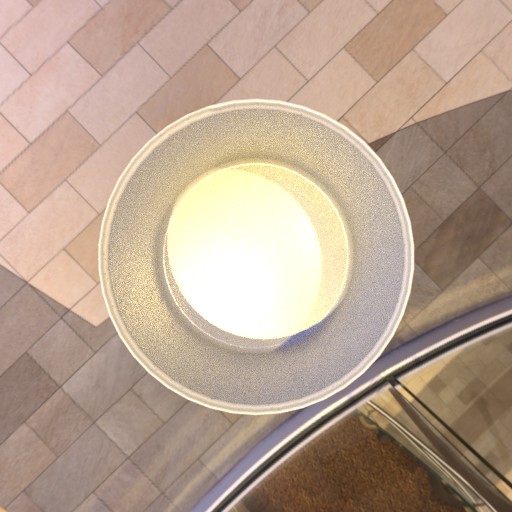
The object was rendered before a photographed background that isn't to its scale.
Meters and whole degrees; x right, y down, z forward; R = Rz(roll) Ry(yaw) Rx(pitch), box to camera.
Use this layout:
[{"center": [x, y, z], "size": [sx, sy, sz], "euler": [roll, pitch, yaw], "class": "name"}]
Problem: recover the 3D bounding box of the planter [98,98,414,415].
[{"center": [0.000, 0.000, 0.269], "size": [0.130, 0.178, 0.130], "euler": [0, 90, 0], "class": "planter"}]
